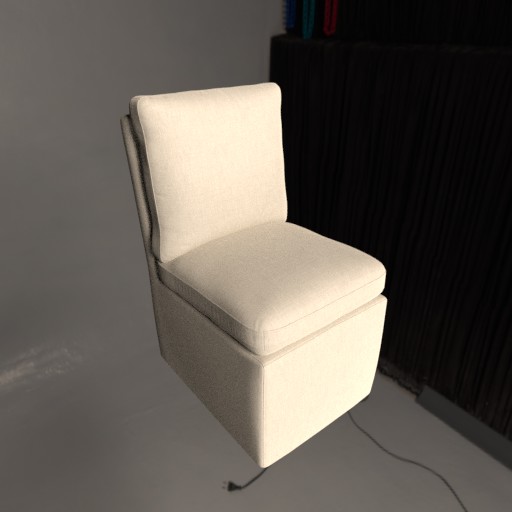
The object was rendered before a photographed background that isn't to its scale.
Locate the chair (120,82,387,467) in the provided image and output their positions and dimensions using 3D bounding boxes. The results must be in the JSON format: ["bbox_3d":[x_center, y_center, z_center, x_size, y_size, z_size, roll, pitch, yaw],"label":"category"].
[{"bbox_3d":[0.000,0.000,1.361,0.503,0.927,0.698,-21,35,-33],"label":"chair"}]
